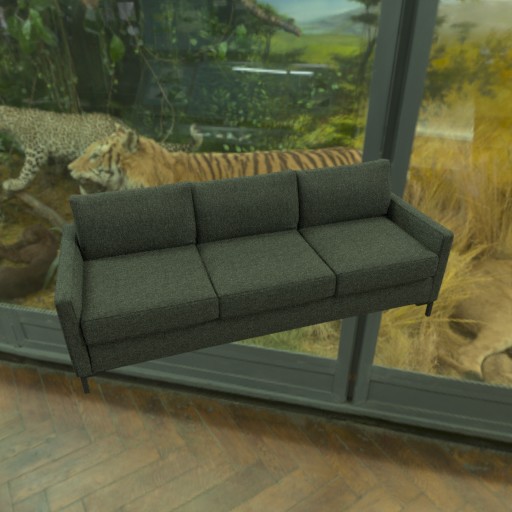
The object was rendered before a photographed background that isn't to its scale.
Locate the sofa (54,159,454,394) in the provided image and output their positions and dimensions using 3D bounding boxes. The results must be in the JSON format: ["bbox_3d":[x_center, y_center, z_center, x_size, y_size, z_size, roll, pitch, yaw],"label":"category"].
[{"bbox_3d":[0.000,0.000,2.760,2.253,0.879,0.876,-9,32,-15],"label":"sofa"}]
